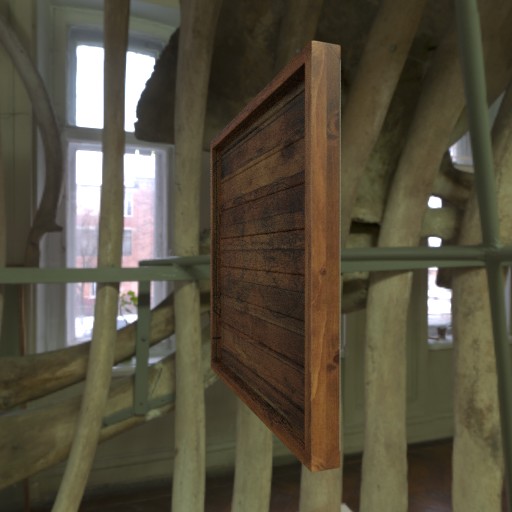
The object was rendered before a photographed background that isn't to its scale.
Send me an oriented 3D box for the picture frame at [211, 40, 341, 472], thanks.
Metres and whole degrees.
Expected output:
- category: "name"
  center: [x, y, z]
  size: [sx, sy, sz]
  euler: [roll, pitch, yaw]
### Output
- category: "picture frame"
  center: [0.000, 0.000, 0.534]
  size: [0.028, 0.356, 0.352]
  euler: [0, 0, -19]
